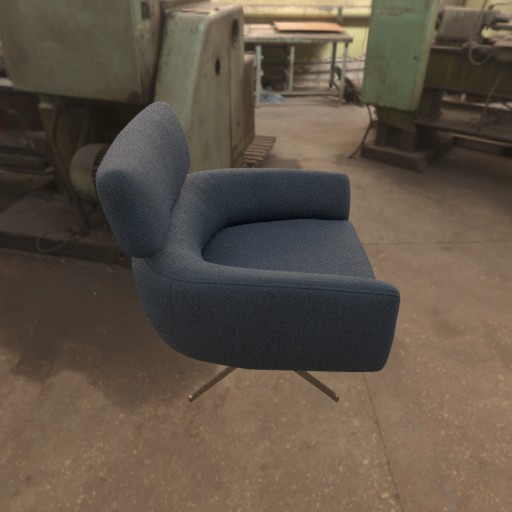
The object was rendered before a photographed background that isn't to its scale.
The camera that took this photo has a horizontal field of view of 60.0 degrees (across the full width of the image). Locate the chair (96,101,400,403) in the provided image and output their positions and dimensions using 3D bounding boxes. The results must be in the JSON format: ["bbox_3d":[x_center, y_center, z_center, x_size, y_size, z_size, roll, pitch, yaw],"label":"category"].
[{"bbox_3d":[0.000,0.000,1.395,0.761,0.813,0.738,0,33,0],"label":"chair"}]
